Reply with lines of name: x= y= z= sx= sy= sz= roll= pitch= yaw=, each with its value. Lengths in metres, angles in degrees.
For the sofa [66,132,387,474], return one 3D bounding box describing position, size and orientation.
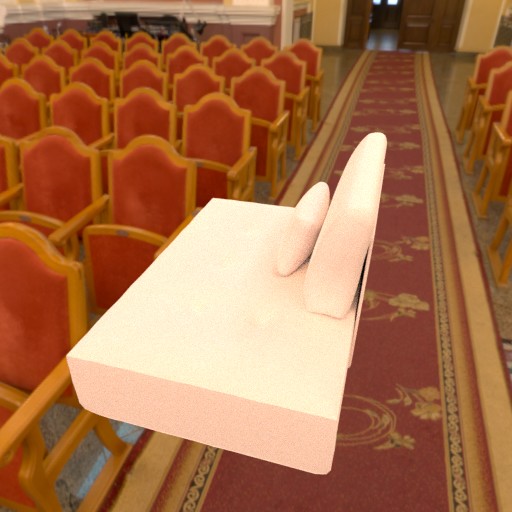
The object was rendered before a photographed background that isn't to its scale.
sofa: x=0.000 y=0.000 z=2.014 sx=1.000 sy=0.820 sz=1.450 roll=9 pitch=33 yaw=14
